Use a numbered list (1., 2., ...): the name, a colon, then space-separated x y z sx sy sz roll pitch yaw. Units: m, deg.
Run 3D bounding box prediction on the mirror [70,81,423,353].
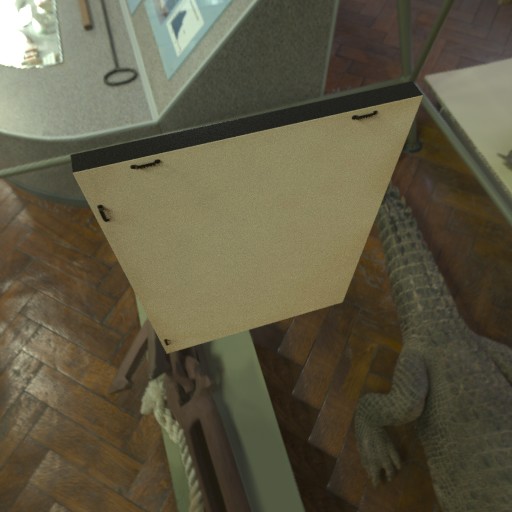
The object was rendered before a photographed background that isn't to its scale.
1. mirror: 0.000 0.000 0.924 0.507 0.710 0.039 -15 60 -9
